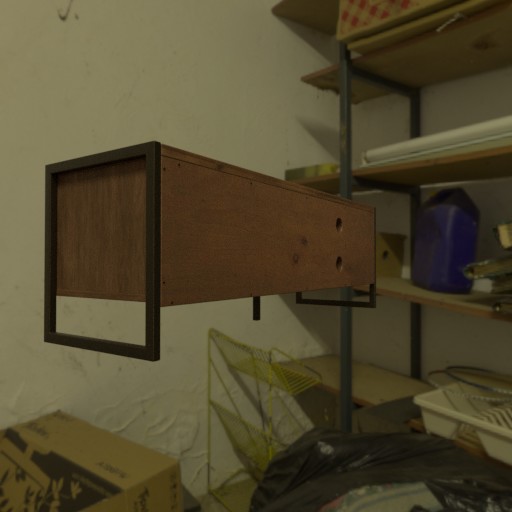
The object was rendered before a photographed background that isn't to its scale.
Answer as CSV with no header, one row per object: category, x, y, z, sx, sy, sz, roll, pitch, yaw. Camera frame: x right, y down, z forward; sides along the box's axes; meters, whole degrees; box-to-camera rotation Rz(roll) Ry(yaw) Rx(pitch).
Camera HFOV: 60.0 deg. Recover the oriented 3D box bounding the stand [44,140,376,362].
stand,0.000,0.000,1.748,0.454,0.506,1.480,-1,-1,34
